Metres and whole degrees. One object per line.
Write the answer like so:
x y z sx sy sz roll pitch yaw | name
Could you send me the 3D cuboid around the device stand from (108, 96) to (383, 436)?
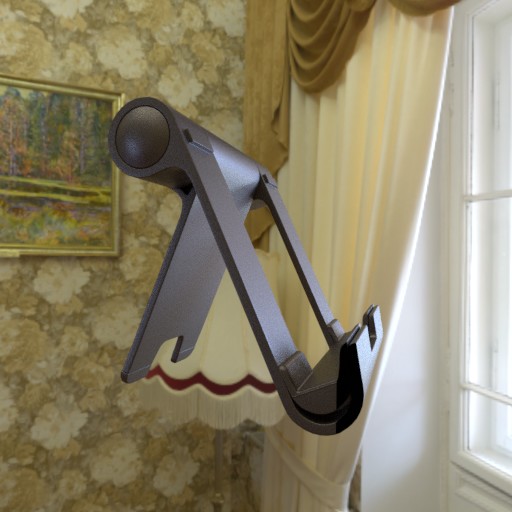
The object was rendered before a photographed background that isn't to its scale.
0.000 0.000 0.151 0.079 0.084 0.088 0 0 19 | device stand
